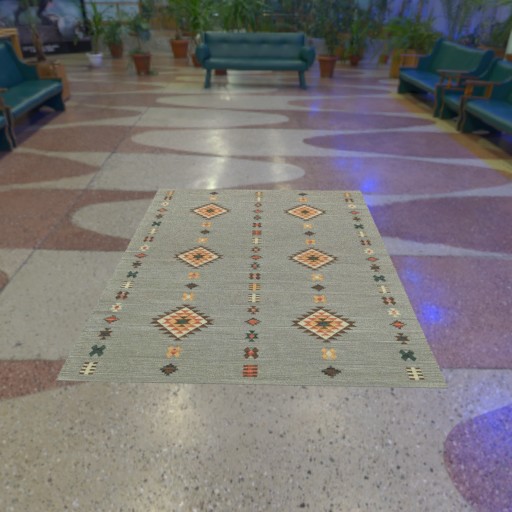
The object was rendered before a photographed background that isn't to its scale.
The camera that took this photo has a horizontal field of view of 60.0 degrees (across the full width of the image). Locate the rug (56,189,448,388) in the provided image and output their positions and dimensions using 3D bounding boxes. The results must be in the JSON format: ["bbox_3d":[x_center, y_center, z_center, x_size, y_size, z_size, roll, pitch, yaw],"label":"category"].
[{"bbox_3d":[0.000,0.000,4.026,2.425,0.008,3.035,1,31,1],"label":"rug"}]
